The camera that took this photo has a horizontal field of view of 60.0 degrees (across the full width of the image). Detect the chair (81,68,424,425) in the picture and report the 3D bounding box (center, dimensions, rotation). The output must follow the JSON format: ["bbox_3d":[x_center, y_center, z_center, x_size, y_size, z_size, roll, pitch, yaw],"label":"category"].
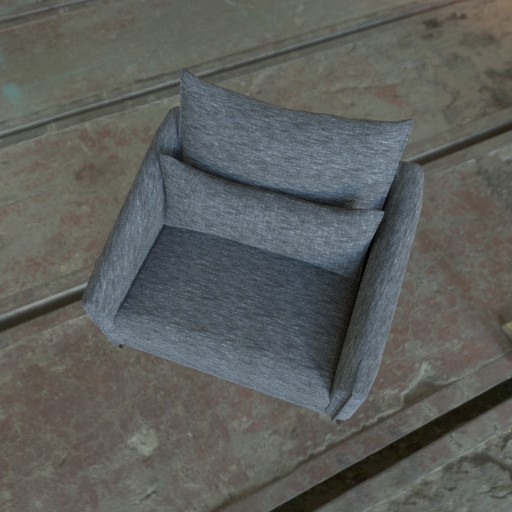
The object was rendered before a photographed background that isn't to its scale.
[{"bbox_3d":[0.000,0.000,1.571,1.004,0.842,0.805,16,60,10],"label":"chair"}]
